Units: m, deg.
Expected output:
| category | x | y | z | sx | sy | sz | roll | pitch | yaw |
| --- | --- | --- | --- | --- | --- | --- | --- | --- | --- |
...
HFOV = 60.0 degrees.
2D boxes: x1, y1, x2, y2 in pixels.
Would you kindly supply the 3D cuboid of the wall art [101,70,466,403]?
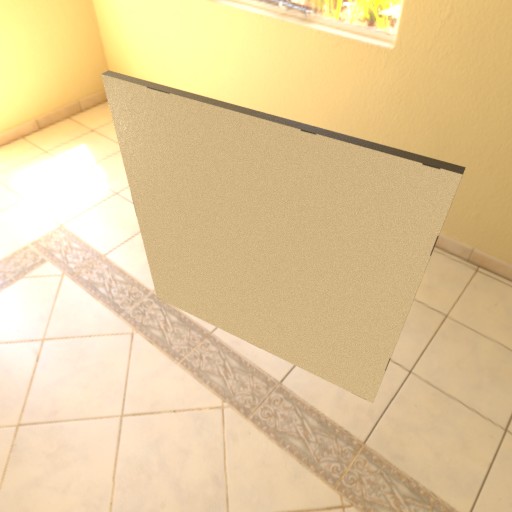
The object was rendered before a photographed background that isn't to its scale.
| category | x | y | z | sx | sy | sz | roll | pitch | yaw |
| --- | --- | --- | --- | --- | --- | --- | --- | --- | --- |
| wall art | 0.000 | 0.000 | 0.646 | 0.446 | 0.445 | 0.014 | 22 | 49 | 21 |
